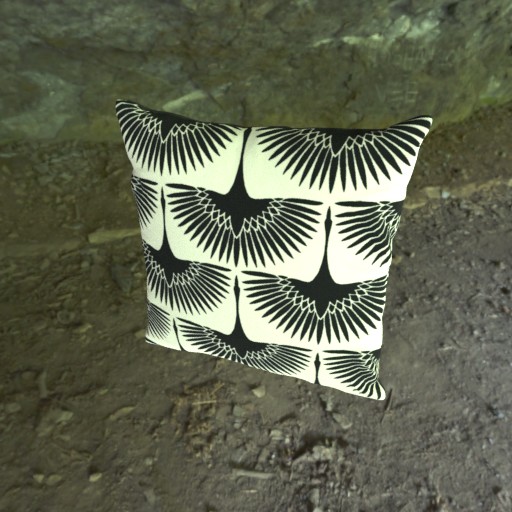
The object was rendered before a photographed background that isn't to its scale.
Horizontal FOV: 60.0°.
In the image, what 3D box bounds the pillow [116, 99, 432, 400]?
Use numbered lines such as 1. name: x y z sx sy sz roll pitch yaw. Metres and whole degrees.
1. pillow: 0.000 0.000 0.667 0.432 0.432 0.139 9 28 17
